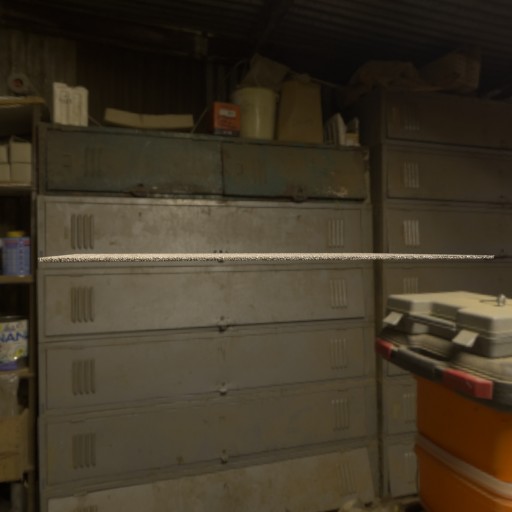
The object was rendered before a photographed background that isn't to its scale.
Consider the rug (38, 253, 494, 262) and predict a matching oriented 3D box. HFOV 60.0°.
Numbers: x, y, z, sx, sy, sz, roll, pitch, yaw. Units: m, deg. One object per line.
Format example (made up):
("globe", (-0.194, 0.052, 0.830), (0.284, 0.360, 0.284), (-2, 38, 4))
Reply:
("rug", (0.000, 0.000, 2.841), (2.297, 0.018, 1.532), (0, 1, -17))
